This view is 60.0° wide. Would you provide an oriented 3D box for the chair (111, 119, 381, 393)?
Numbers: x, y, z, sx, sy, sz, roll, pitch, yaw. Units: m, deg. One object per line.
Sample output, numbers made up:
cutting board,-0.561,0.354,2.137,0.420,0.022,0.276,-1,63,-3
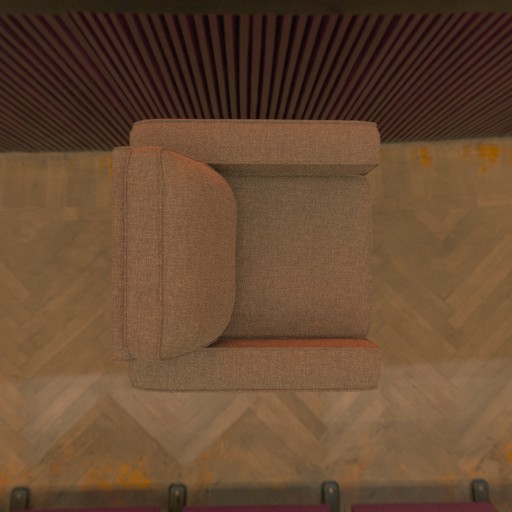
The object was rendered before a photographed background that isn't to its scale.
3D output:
chair,0.000,0.000,1.764,0.940,0.914,1.016,0,89,-1
